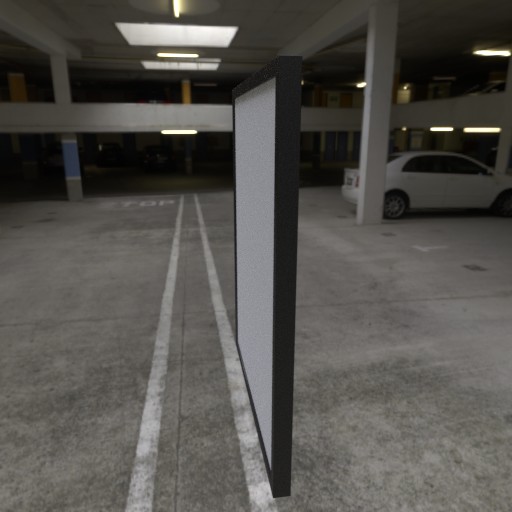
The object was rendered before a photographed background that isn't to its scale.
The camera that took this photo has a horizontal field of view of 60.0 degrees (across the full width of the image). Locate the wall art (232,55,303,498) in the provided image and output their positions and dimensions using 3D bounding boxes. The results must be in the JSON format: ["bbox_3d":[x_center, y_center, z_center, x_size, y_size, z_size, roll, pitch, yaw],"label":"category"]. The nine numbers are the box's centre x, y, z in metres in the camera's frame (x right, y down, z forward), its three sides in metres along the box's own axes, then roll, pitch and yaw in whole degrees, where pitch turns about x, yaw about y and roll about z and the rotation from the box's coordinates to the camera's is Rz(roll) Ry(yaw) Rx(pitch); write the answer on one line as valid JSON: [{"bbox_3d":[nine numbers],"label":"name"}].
[{"bbox_3d":[0.000,0.000,0.531,0.018,0.397,0.325,-3,16,-9],"label":"wall art"}]
